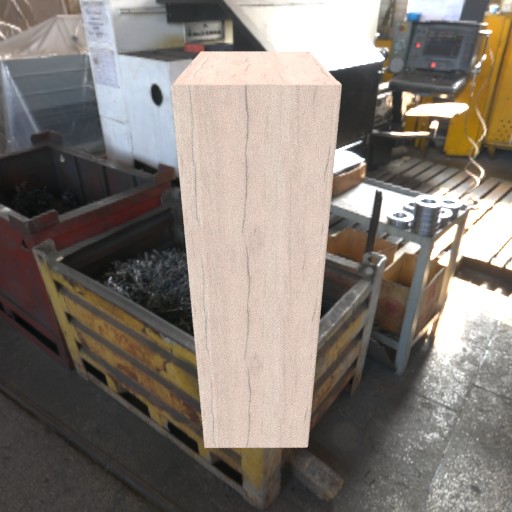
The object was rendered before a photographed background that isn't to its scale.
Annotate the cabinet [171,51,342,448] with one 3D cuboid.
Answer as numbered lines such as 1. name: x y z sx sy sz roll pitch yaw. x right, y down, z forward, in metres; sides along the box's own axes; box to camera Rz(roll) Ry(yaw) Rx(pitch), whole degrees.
1. cabinet: 0.000 0.000 2.414 0.580 1.930 0.980 0 31 0
